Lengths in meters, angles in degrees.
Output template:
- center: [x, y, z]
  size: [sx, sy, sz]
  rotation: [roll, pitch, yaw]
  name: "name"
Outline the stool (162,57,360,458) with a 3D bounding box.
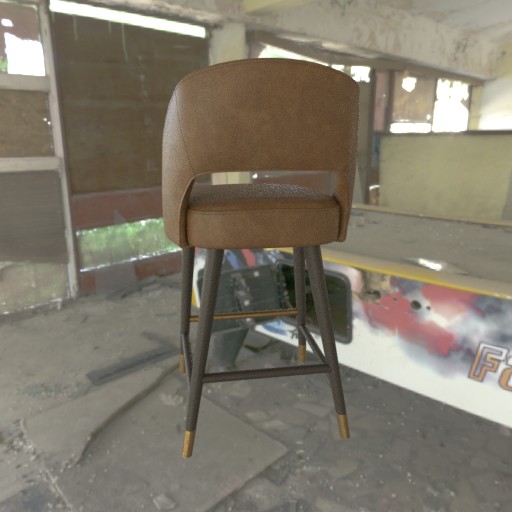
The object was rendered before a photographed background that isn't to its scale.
- center: [0.000, 0.000, 1.231]
  size: [0.494, 0.940, 0.509]
  rotation: [-3, 15, -10]
  name: "stool"
